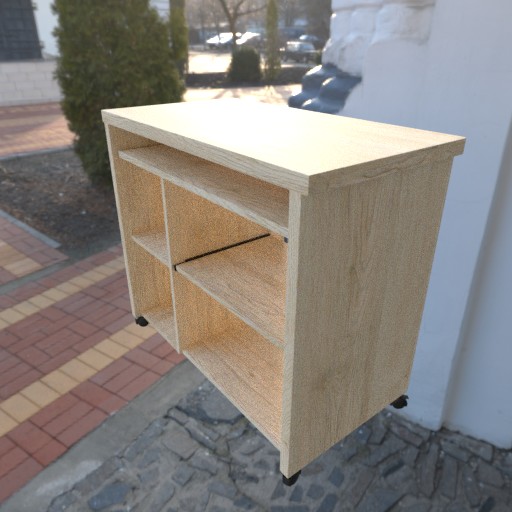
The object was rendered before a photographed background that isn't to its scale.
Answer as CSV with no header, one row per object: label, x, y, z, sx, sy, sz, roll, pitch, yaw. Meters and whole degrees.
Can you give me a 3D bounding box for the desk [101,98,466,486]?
desk,0.000,0.000,1.308,0.480,0.770,0.885,-19,32,-33
